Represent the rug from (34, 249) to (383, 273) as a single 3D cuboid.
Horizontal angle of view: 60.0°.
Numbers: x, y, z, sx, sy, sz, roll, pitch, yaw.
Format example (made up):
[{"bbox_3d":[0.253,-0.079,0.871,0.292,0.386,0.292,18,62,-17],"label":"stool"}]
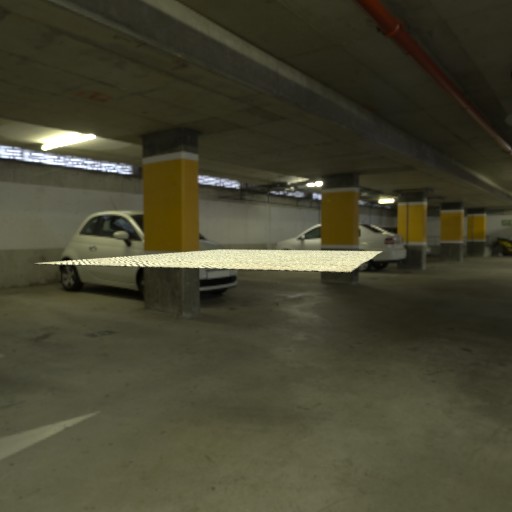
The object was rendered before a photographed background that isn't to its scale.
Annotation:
[{"bbox_3d":[0.000,0.000,2.297,1.177,0.004,1.750,1,3,19],"label":"rug"}]
